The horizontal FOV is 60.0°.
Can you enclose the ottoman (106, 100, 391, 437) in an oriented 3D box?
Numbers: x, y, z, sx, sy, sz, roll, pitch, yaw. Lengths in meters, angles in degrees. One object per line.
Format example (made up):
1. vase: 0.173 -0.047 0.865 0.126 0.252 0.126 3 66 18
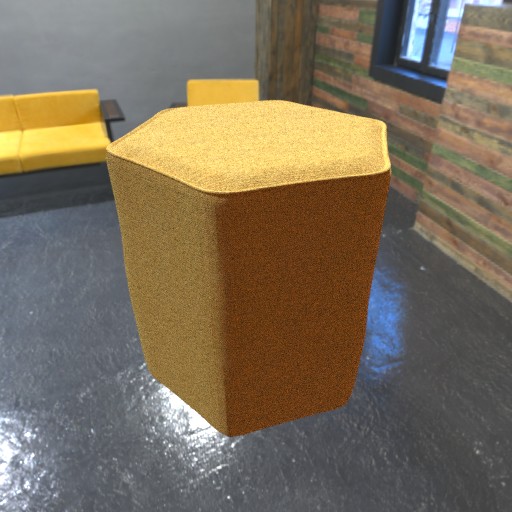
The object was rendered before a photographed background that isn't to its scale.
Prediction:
1. ottoman: 0.000 0.000 0.870 0.494 0.502 0.443 -10 34 -15
